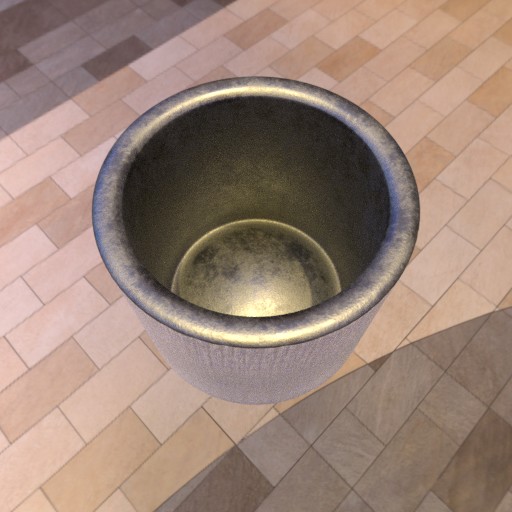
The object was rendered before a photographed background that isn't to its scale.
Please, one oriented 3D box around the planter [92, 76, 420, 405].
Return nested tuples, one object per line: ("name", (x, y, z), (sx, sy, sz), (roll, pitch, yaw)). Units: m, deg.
("planter", (0.000, 0.000, 0.216), (0.125, 0.112, 0.125), (0, 62, 0))
